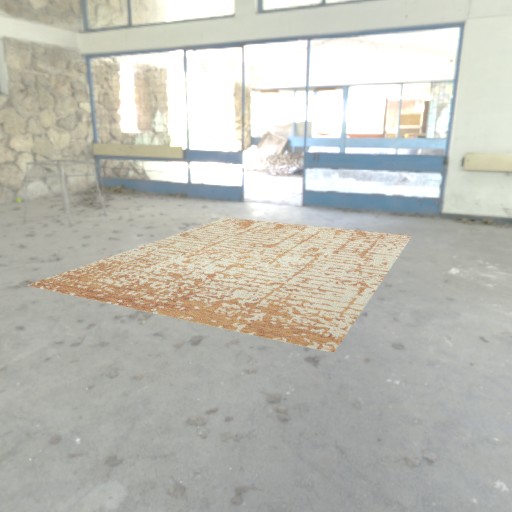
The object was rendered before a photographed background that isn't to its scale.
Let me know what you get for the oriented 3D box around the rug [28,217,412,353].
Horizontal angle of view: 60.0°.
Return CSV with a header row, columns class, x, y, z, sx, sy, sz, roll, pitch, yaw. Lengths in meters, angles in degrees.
class,x,y,z,sx,sy,sz,roll,pitch,yaw
rug,0.000,0.000,4.219,2.441,0.011,3.050,8,18,25
